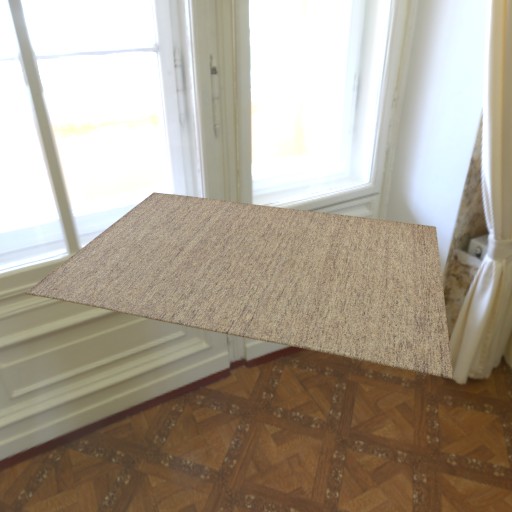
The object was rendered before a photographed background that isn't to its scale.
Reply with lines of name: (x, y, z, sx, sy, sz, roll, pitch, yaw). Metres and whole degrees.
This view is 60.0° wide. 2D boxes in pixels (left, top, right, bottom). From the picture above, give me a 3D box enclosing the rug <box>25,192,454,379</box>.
rug: (0.000, 0.000, 2.878, 2.283, 0.013, 1.547, 9, 32, 14)
